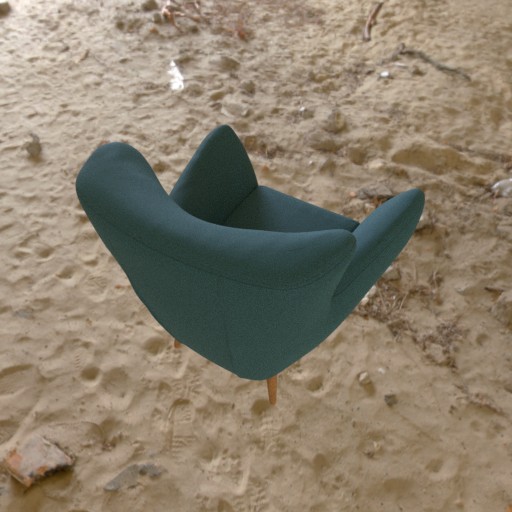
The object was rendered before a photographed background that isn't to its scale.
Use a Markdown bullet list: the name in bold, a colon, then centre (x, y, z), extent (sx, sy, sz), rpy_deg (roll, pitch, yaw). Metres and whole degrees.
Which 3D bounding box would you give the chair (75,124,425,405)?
- **chair**: centre (0.000, 0.000, 1.564), extent (0.890, 0.889, 0.889), rpy_deg (24, 51, 22)
